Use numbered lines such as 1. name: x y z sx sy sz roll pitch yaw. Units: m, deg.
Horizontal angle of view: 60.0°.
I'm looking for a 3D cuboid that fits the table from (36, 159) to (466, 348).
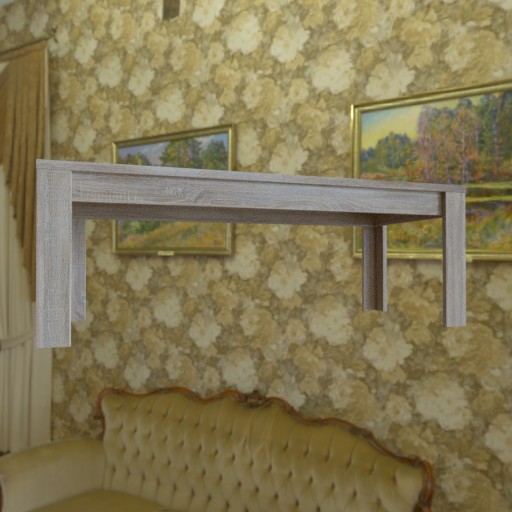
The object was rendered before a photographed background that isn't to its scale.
1. table: 0.000 0.000 2.599 2.200 0.790 0.900 0 -1 -17
